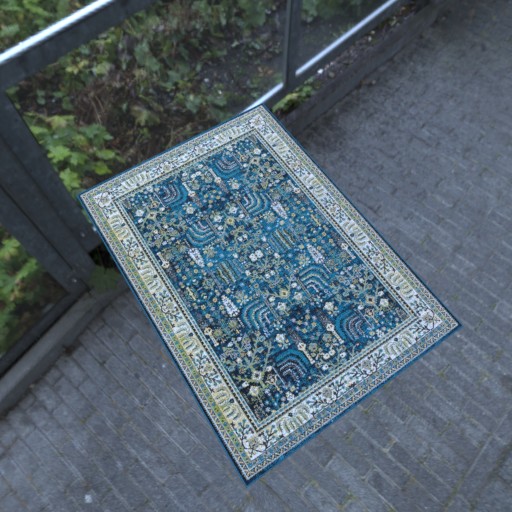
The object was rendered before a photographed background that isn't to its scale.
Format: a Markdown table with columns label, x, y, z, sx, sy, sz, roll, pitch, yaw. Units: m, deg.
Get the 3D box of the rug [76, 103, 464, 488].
| label | x | y | z | sx | sy | sz | roll | pitch | yaw |
| --- | --- | --- | --- | --- | --- | --- | --- | --- | --- |
| rug | 0.000 | 0.000 | 2.936 | 1.594 | 0.013 | 2.213 | -31 | 68 | -14 |
